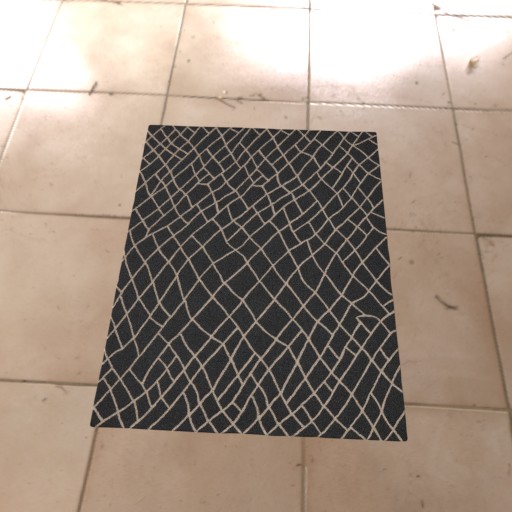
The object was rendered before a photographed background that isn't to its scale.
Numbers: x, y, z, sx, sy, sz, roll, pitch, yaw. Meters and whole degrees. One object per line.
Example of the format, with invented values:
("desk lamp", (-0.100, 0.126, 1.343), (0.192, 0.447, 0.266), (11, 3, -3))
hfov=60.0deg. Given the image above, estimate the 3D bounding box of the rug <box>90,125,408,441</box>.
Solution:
("rug", (0.000, 0.000, 4.056), (2.439, 0.022, 3.047), (2, 64, 1))
